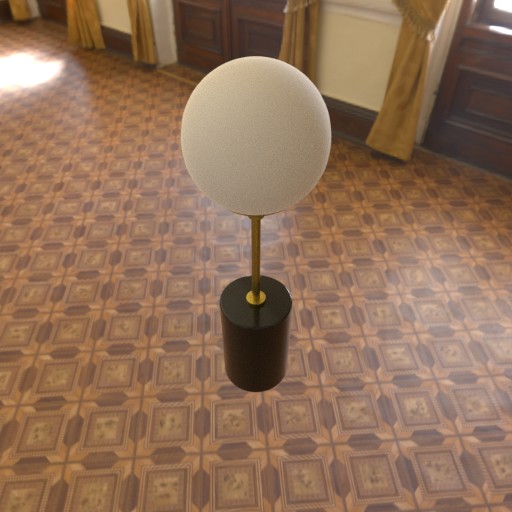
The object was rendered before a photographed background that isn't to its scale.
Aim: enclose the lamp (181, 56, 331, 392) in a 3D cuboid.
[{"bbox_3d":[0.000,0.000,0.566,0.153,0.480,0.153,0,42,0],"label":"lamp"}]
